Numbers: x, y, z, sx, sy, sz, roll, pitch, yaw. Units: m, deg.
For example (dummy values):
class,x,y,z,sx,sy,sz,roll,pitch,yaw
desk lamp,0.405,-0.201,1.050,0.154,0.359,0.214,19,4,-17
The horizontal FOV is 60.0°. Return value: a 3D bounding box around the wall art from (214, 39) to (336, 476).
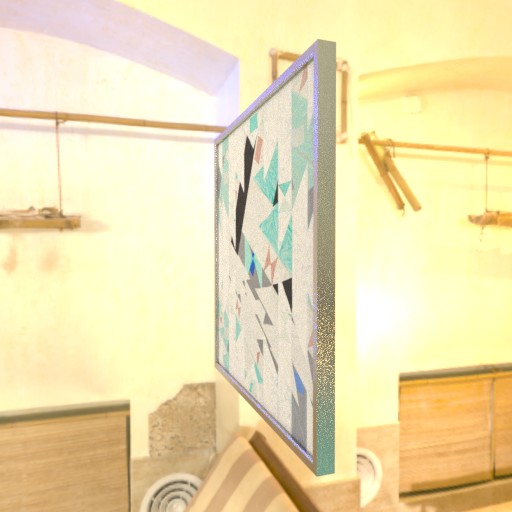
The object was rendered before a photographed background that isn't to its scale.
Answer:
class,x,y,z,sx,sy,sz,roll,pitch,yaw
wall art,0.000,0.000,1.204,0.038,0.806,0.806,0,1,-19
